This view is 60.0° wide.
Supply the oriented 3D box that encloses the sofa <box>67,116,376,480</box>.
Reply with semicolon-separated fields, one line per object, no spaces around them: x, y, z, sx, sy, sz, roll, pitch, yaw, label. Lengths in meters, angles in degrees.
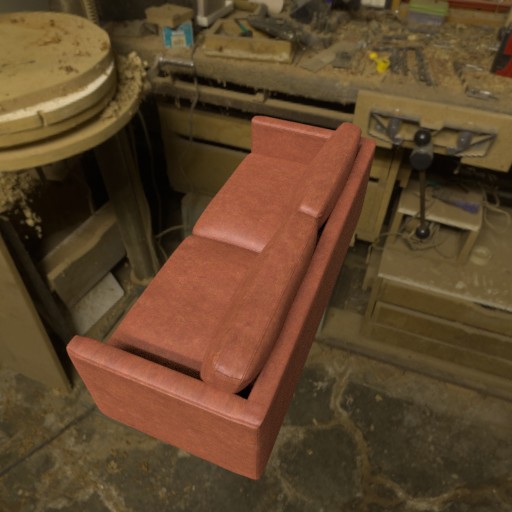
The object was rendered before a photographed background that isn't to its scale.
0.000;0.000;2.705;0.950;0.932;2.204;17;49;15;sofa
